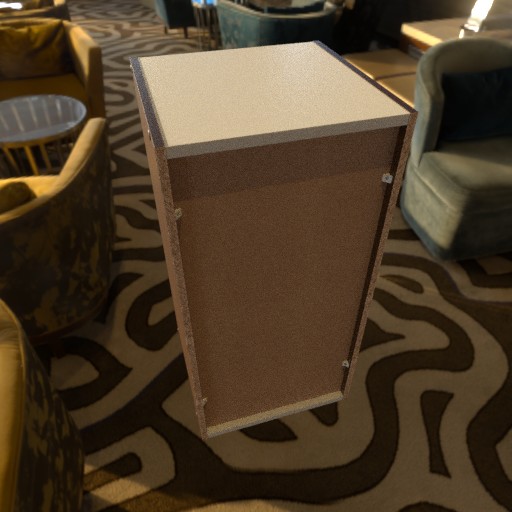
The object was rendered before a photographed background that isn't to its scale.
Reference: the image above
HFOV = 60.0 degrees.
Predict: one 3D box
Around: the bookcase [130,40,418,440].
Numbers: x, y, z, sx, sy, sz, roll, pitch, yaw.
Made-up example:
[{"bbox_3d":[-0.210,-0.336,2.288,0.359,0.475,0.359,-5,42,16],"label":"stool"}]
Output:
[{"bbox_3d":[0.000,0.000,0.771,0.300,0.600,0.290,-11,42,-13],"label":"bookcase"}]
